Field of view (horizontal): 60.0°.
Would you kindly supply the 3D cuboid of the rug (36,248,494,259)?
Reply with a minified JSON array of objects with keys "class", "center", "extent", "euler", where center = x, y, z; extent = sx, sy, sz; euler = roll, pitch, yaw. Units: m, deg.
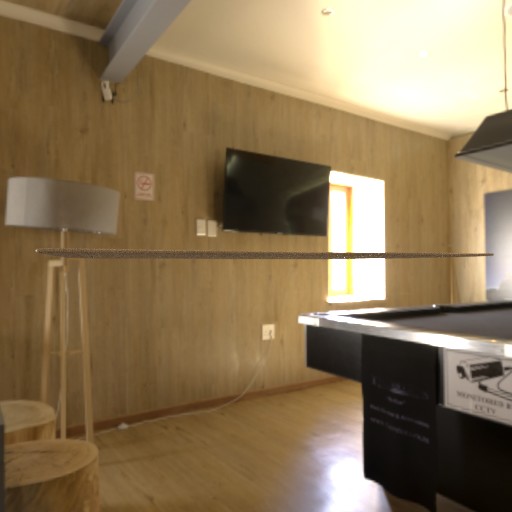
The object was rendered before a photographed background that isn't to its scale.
[{"class":"rug","center":[0.000,0.000,2.970],"extent":[2.459,0.023,1.575],"euler":[0,-1,-18]}]
